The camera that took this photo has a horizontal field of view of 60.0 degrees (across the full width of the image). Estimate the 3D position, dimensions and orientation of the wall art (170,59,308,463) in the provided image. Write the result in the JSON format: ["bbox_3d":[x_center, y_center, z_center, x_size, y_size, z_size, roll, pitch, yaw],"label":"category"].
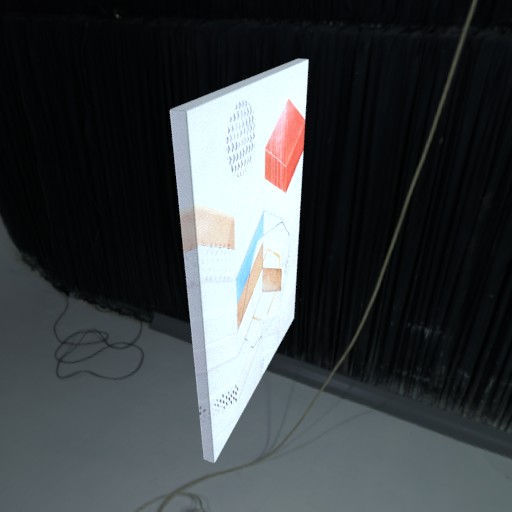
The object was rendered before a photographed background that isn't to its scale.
[{"bbox_3d":[0.000,0.000,1.121,0.036,0.848,0.613,12,33,19],"label":"wall art"}]
